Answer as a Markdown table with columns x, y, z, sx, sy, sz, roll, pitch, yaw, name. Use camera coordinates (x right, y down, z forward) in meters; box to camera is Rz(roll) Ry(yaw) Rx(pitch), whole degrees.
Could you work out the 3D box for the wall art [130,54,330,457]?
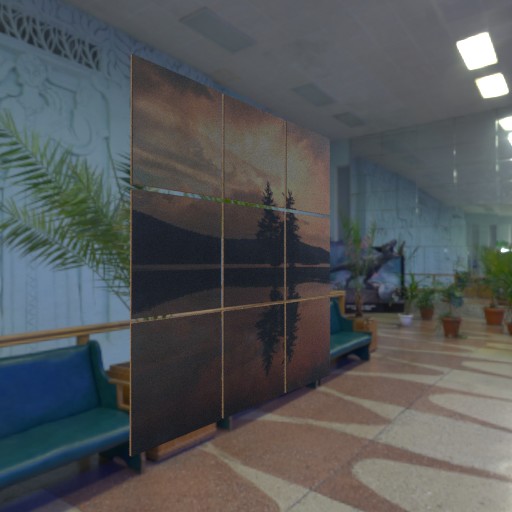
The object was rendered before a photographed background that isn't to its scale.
| x | y | z | sx | sy | sz | roll | pitch | yaw | name |
| --- | --- | --- | --- | --- | --- | --- | --- | --- | --- |
| 0.000 | 0.000 | 2.275 | 0.013 | 1.525 | 1.520 | 0 | -1 | 39 | wall art |
